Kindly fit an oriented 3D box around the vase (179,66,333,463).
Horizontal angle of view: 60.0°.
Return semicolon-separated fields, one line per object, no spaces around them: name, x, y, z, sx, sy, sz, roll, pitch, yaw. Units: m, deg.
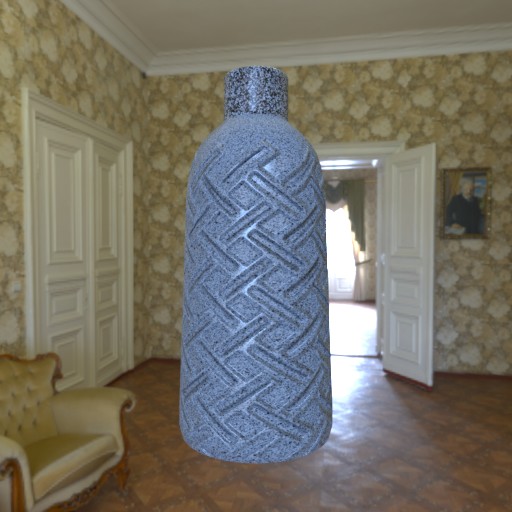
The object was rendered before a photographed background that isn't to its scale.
vase;0.000;0.000;0.355;0.122;0.282;0.122;0;1;0
